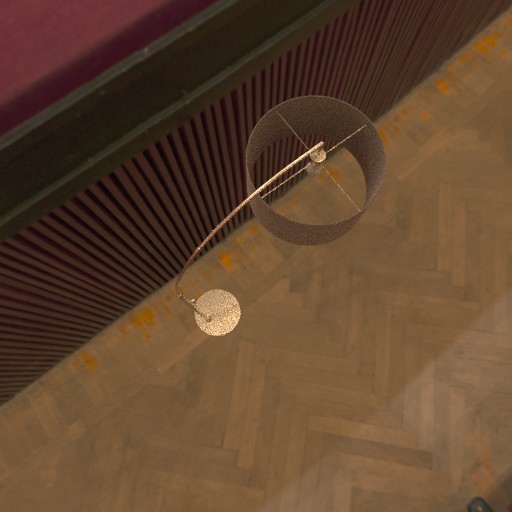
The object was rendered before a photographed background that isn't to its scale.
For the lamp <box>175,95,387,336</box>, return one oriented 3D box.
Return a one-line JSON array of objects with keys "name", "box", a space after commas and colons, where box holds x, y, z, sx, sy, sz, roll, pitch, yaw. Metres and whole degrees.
[{"name": "lamp", "box": [0.000, 0.000, 2.148, 0.934, 1.735, 0.452, -36, 79, -8]}]
